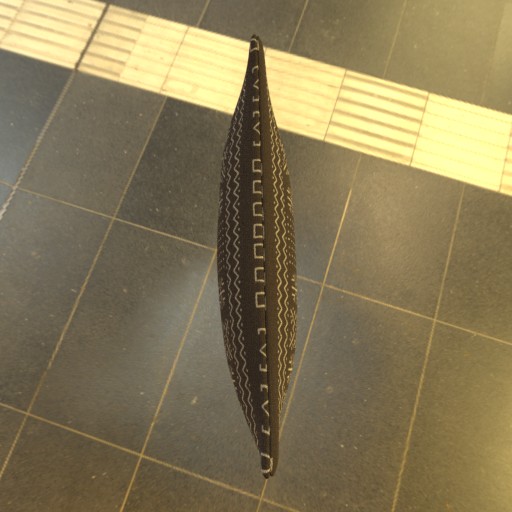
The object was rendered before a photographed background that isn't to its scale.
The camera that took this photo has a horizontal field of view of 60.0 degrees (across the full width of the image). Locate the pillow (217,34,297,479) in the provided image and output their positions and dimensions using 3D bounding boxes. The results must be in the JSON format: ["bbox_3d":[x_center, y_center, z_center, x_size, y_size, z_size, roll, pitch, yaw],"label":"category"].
[{"bbox_3d":[0.000,0.000,0.777,0.135,0.322,0.667,-1,75,0],"label":"pillow"}]
